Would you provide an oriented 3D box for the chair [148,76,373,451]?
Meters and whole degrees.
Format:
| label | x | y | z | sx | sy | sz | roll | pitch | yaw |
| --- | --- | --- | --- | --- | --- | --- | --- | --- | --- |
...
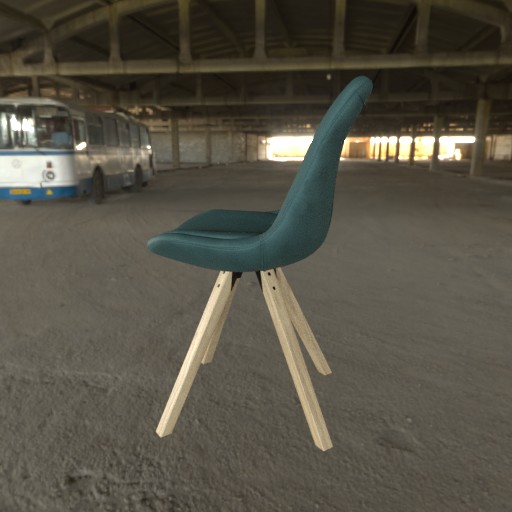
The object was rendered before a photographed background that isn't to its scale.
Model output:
| label | x | y | z | sx | sy | sz | roll | pitch | yaw |
| --- | --- | --- | --- | --- | --- | --- | --- | --- | --- |
| chair | 0.000 | 0.000 | 1.200 | 0.547 | 0.865 | 0.483 | 2 | 14 | 9 |
